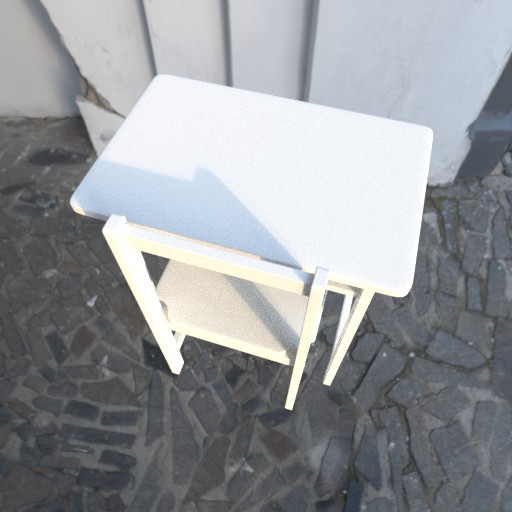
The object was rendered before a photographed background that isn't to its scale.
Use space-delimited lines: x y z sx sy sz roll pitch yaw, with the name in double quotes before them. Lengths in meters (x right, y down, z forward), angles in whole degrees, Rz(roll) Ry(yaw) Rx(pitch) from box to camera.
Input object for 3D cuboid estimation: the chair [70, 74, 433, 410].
"chair" 0.000 0.000 1.037 0.599 0.673 0.461 15 59 9
